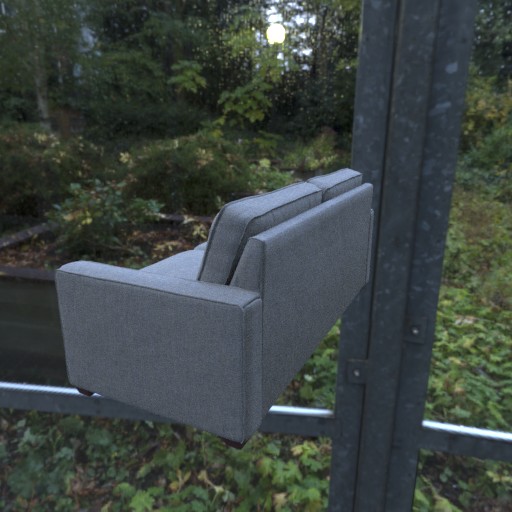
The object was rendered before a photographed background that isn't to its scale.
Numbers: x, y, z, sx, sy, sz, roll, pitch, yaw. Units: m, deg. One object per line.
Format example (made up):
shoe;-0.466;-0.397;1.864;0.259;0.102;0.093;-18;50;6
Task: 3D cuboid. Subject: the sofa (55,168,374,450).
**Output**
sofa;0.000;0.000;2.604;0.945;0.918;2.078;8;18;25
